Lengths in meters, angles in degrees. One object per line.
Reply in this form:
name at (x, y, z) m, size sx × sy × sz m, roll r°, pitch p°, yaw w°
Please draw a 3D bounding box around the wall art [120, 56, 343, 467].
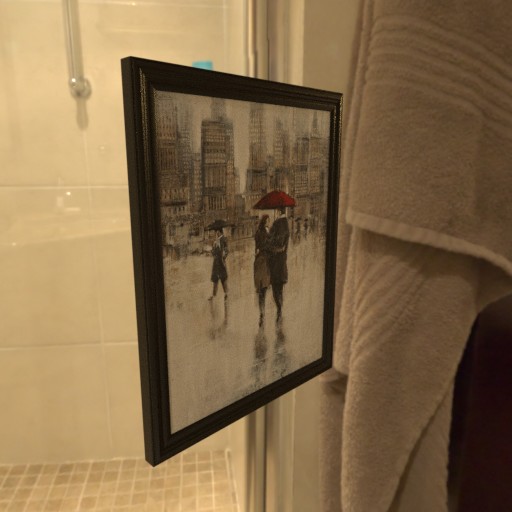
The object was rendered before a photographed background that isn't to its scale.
wall art at (0.000, 0.000, 1.593) m, size 0.053 × 1.194 × 0.950 m, roll 12°, pitch 17°, yaw 44°
